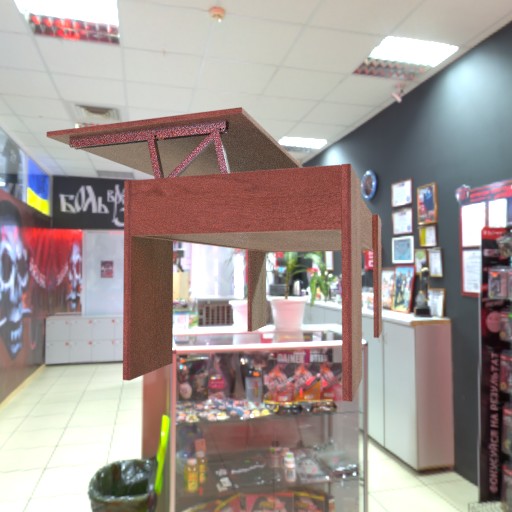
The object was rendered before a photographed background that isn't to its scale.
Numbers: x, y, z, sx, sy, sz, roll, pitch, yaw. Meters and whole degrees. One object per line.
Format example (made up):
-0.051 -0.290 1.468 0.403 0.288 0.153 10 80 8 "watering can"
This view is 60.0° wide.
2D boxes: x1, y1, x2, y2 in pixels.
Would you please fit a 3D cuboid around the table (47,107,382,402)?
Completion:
0.000 0.000 1.402 0.711 0.570 1.000 -1 -2 19 "table"
